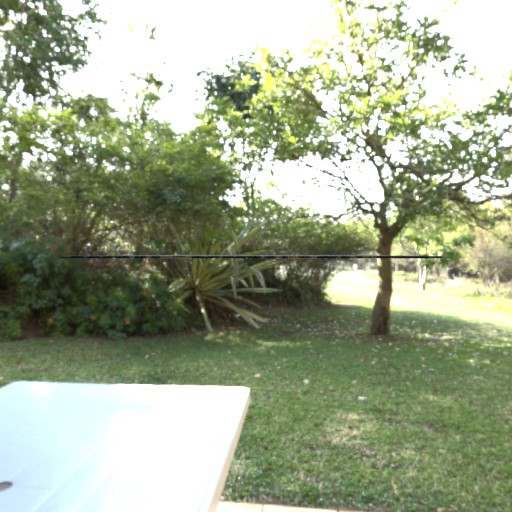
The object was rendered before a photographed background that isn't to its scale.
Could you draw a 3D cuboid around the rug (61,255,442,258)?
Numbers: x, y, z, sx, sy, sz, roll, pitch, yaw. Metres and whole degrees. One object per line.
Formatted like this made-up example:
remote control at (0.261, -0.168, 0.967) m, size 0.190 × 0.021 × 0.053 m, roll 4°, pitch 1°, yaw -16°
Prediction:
rug at (0.000, 0.000, 2.325) m, size 1.220 × 0.007 × 1.828 m, roll 0°, pitch 0°, yaw 1°
